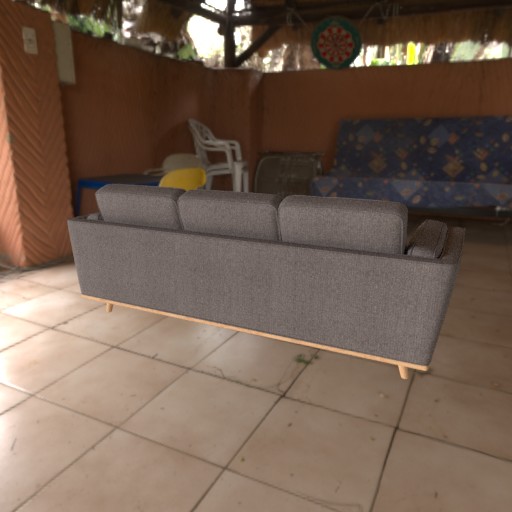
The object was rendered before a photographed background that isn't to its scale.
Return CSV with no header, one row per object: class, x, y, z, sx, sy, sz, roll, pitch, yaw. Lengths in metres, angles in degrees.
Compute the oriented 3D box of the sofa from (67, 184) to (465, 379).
sofa,0.000,0.000,2.824,2.362,0.899,0.903,7,17,25
